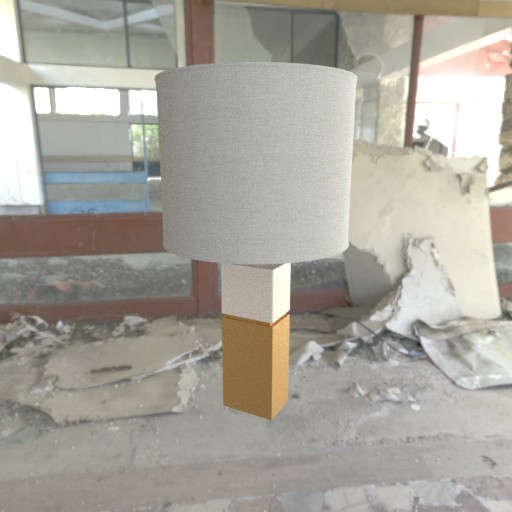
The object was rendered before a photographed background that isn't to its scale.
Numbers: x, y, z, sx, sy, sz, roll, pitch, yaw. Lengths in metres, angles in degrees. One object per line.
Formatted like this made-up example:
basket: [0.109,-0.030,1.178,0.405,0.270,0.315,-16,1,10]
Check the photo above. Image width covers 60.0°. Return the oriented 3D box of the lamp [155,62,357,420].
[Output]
lamp: [0.000,0.000,0.561,0.229,0.417,0.229,7,15,27]
